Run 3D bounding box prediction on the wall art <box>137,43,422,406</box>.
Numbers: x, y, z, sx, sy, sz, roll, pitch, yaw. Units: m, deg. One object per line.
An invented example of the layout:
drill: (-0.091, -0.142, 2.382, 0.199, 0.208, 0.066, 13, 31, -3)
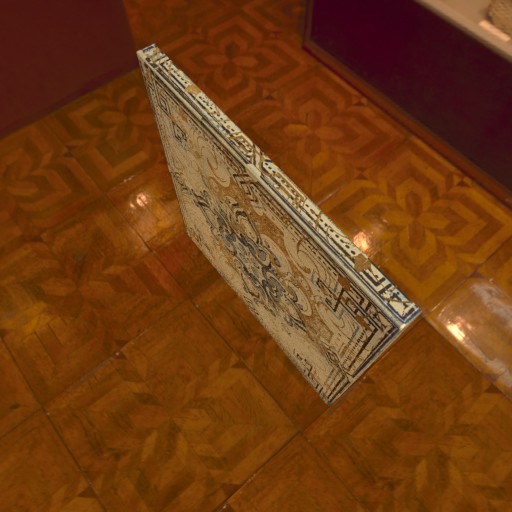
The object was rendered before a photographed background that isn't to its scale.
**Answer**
wall art: (0.000, 0.000, 0.907, 0.036, 0.607, 0.609, -35, 68, -16)
